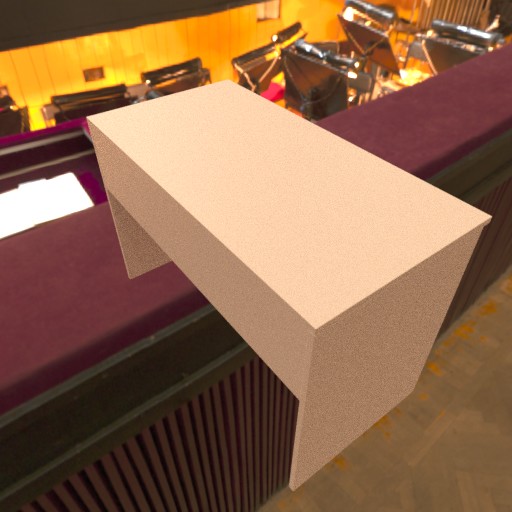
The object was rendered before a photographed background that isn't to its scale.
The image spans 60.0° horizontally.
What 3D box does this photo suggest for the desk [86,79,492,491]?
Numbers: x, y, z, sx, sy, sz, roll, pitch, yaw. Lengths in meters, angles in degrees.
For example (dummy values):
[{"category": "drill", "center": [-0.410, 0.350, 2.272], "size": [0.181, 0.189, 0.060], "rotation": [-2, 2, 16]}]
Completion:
[{"category": "desk", "center": [0.000, 0.000, 1.484], "size": [0.560, 0.730, 1.100], "rotation": [-26, 48, -27]}]
